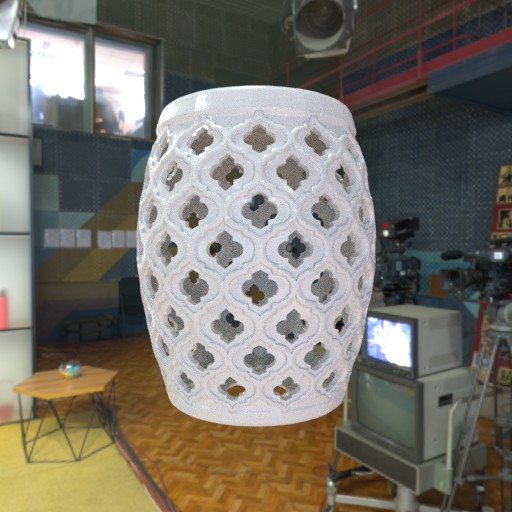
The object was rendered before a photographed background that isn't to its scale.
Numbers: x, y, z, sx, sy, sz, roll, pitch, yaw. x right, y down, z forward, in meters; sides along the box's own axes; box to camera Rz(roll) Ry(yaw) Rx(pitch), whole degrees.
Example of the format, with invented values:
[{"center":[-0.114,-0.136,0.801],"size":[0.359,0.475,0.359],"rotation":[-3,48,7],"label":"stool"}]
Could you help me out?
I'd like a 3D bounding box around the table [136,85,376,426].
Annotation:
[{"center":[0.000,0.000,0.623],"size":[0.325,0.388,0.325],"rotation":[0,1,0],"label":"table"}]
